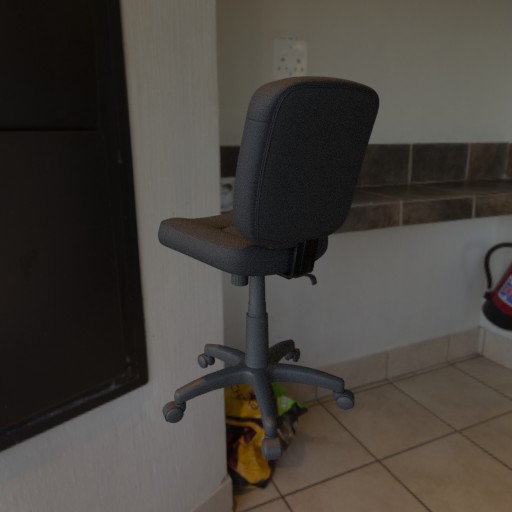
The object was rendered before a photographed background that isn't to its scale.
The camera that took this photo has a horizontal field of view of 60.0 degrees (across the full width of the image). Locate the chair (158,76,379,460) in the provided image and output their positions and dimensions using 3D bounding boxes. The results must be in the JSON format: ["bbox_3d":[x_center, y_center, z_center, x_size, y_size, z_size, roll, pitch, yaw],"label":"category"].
[{"bbox_3d":[0.000,0.000,1.358,0.610,0.972,0.610,-14,20,-42],"label":"chair"}]
